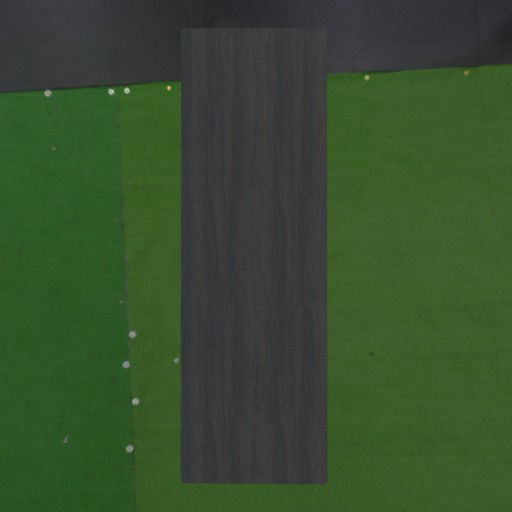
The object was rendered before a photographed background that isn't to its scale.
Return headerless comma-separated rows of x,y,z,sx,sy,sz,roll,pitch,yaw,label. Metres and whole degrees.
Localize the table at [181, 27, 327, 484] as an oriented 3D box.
0.000,0.000,1.735,0.449,0.750,1.399,0,90,1,table
